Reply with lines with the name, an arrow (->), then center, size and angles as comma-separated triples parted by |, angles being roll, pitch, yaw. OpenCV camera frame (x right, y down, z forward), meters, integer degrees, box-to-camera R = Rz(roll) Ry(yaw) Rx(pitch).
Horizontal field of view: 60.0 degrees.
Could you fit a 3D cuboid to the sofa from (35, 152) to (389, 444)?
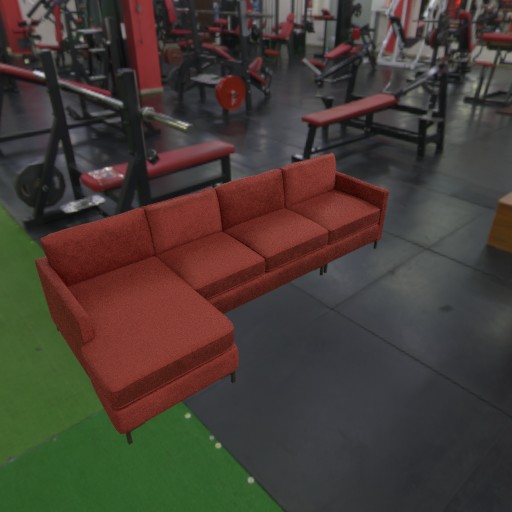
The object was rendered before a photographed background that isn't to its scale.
sofa -> 0.000, 0.000, 4.022 | 3.400, 0.967, 1.500 | -23, 38, -32
